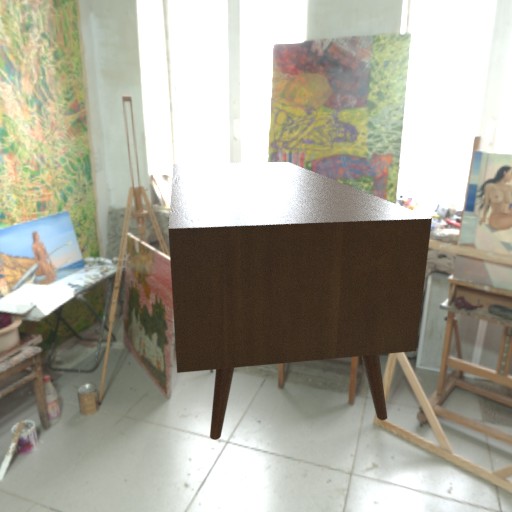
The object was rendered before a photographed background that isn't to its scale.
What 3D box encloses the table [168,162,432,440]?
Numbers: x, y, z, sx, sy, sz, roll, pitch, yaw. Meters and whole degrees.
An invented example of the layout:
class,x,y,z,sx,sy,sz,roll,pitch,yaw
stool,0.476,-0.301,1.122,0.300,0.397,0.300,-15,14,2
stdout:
class,x,y,z,sx,sy,sz,roll,pitch,yaw
table,0.000,0.000,1.378,0.490,0.464,1.119,-3,17,-9
